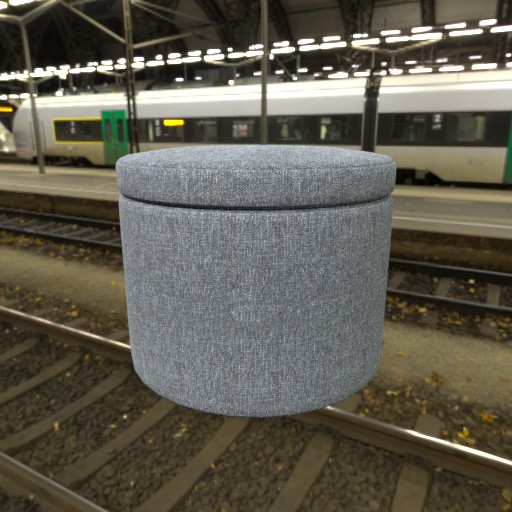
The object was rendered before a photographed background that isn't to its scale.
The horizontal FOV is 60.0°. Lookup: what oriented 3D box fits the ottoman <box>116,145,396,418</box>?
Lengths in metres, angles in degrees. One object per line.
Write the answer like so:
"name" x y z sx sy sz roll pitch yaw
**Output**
"ottoman" 0.000 0.000 0.872 0.500 0.419 0.500 0 16 0
